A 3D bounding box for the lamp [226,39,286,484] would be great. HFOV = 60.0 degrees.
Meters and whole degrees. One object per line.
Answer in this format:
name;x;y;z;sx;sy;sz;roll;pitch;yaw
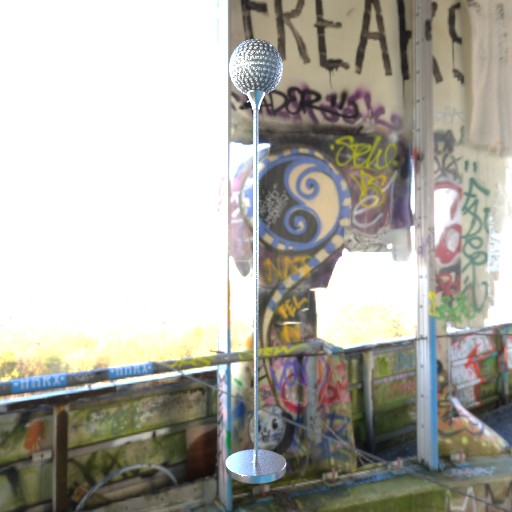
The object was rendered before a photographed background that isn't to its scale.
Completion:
lamp;0.000;0.000;1.893;0.254;1.805;0.254;0;-1;0
